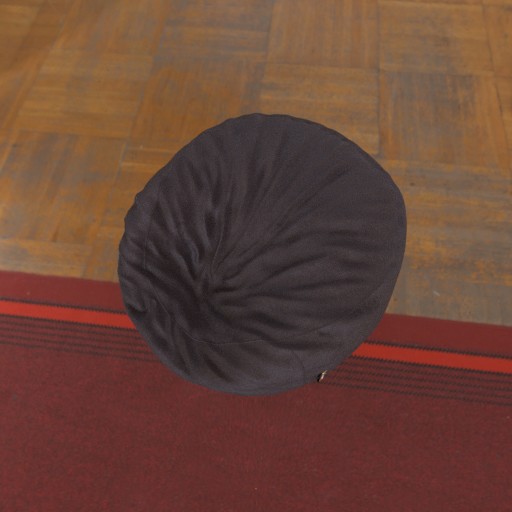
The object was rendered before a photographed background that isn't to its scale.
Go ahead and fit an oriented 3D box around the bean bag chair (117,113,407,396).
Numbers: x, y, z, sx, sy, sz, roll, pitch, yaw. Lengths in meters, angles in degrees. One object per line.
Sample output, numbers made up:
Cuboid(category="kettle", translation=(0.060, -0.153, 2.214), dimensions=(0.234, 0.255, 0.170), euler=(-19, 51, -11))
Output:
Cuboid(category="bean bag chair", translation=(0.000, 0.000, 2.069), dimensions=(1.245, 0.821, 1.245), euler=(0, 62, 0))
